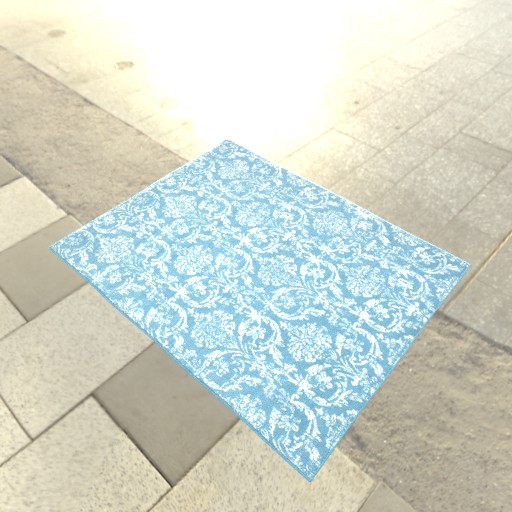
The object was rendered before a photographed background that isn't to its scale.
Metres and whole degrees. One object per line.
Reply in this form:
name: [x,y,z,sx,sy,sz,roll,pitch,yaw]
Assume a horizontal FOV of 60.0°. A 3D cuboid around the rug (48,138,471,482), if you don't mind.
rug: [0.000,0.000,3.975,2.980,0.012,2.363,33,56,26]
